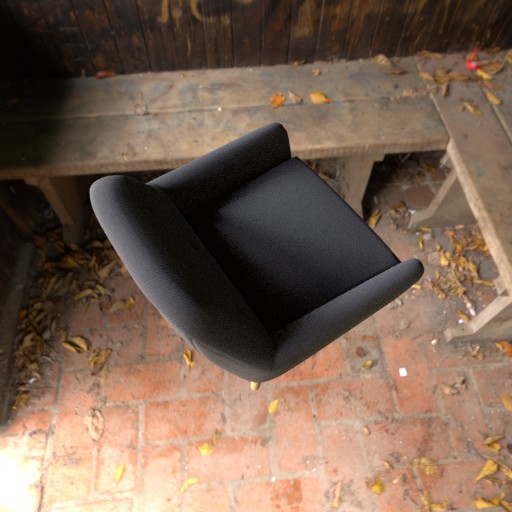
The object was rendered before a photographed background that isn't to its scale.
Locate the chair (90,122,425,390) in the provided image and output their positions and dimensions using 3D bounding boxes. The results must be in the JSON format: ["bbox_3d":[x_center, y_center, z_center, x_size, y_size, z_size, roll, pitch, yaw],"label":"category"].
[{"bbox_3d":[0.000,0.000,1.458,0.779,0.800,0.770,-30,63,-17],"label":"chair"}]
